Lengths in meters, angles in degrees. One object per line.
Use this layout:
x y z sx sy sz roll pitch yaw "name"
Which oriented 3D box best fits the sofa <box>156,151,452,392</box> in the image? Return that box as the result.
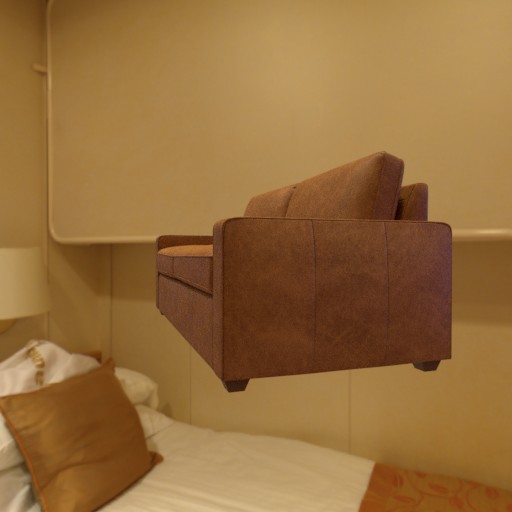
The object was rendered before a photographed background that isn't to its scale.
0.000 0.000 2.641 0.991 0.928 2.156 0 1 -19 "sofa"
